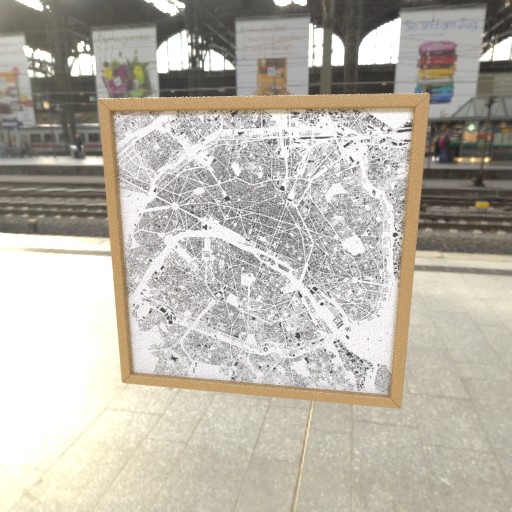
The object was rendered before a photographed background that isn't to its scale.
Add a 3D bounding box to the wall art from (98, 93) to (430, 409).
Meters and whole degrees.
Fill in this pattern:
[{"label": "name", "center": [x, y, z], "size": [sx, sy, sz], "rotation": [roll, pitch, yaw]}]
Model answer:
[{"label": "wall art", "center": [0.000, 0.000, 0.751], "size": [0.509, 0.509, 0.036], "rotation": [2, 15, 9]}]
